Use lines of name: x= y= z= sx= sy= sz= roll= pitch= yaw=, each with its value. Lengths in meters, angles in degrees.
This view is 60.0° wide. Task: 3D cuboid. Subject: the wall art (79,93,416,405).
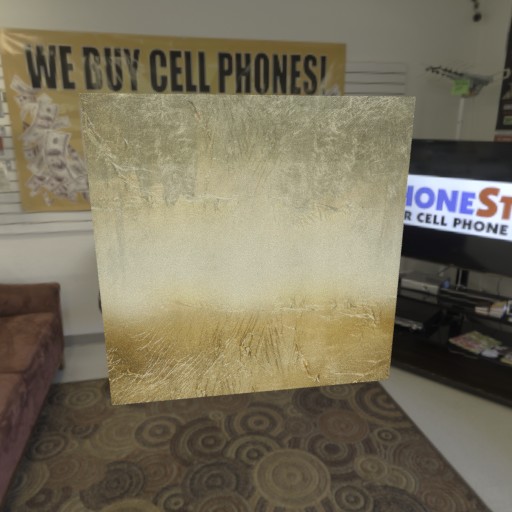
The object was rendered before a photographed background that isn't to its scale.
wall art: x=0.000 y=0.000 z=1.602 sx=1.092 sy=1.091 sz=0.051 roll=-3 pitch=16 yaw=-9
